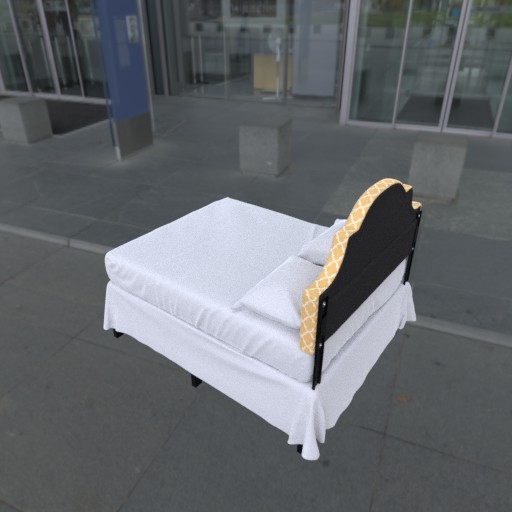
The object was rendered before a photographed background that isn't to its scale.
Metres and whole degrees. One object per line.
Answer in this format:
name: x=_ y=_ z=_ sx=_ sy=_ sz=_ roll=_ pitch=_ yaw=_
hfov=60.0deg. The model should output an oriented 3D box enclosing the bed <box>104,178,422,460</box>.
bed: x=0.000 y=0.000 z=3.553 sx=2.222 sy=1.633 sz=1.780 roll=21 pitch=35 yaw=32
